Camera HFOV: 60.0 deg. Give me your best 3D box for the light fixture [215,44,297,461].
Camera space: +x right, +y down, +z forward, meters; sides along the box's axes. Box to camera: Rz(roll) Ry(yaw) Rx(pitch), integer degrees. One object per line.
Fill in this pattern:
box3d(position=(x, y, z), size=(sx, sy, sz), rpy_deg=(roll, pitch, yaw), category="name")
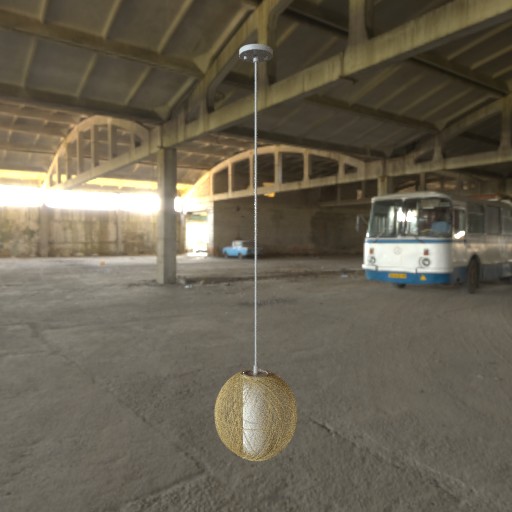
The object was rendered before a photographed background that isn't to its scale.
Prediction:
box3d(position=(0.000, 0.000, 2.154), size=(0.407, 1.955, 0.406), rpy_deg=(-2, 3, -35), category="light fixture")
